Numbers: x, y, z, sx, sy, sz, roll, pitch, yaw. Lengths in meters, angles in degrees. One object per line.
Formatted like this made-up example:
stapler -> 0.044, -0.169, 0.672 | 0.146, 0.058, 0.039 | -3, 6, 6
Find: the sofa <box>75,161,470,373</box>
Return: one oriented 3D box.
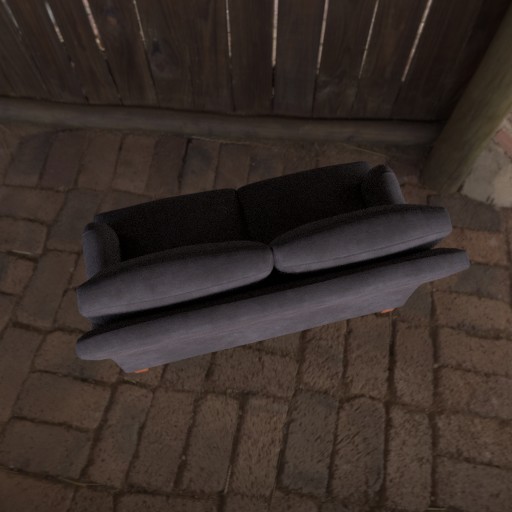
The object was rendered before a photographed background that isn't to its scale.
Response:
sofa -> 0.000, 0.000, 2.557 | 1.853, 1.101, 1.084 | -12, 61, -7
